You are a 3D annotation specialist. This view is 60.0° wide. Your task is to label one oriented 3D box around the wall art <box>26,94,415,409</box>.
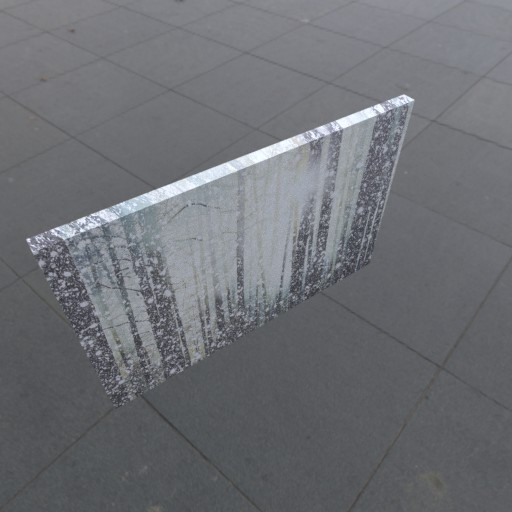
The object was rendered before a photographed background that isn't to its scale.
[{"bbox_3d":[0.000,0.000,1.138,0.919,0.598,0.038,-26,52,-23],"label":"wall art"}]
